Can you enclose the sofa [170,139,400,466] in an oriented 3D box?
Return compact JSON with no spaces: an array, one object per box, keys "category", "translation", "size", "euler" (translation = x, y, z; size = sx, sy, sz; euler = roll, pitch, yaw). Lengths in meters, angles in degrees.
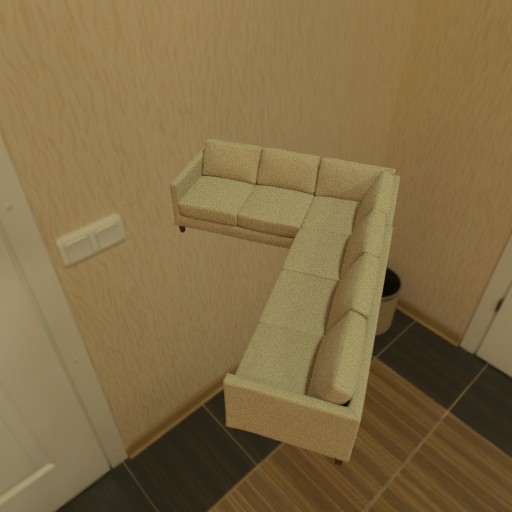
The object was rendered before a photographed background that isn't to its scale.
[{"category":"sofa","translation":[0.000,0.000,4.336],"size":[2.432,0.863,3.182],"euler":[12,42,14]}]
